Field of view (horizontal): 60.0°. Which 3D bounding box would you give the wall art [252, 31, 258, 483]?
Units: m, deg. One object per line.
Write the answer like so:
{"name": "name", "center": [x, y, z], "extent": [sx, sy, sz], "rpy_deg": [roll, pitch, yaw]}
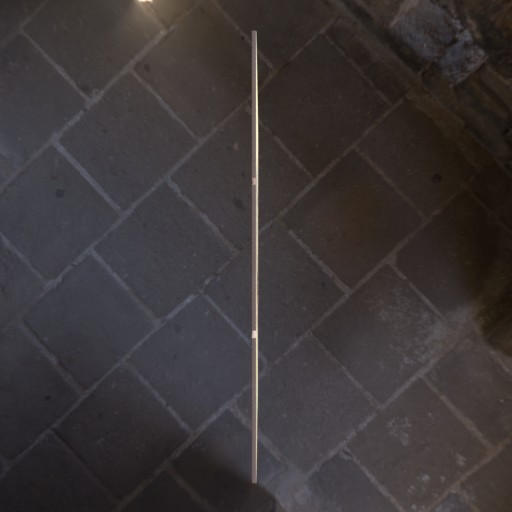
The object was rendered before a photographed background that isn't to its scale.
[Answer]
{"name": "wall art", "center": [0.000, 0.000, 1.803], "extent": [0.013, 1.218, 1.219], "rpy_deg": [0, 91, 1]}
